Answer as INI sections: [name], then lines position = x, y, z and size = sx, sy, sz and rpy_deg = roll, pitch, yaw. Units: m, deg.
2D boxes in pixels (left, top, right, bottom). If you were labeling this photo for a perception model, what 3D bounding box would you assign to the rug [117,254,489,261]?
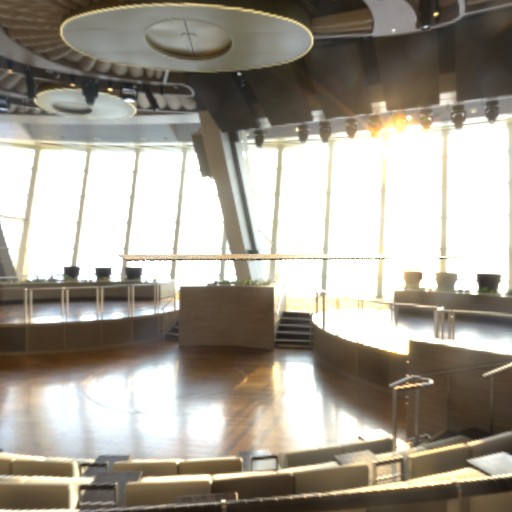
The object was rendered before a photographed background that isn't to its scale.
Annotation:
[rug]
position = 0.000, 0.000, 4.151
size = 2.439, 0.010, 3.048
rpy_deg = 0, 1, -18
